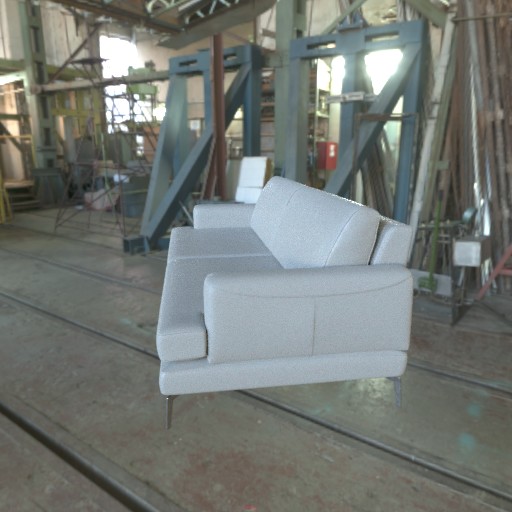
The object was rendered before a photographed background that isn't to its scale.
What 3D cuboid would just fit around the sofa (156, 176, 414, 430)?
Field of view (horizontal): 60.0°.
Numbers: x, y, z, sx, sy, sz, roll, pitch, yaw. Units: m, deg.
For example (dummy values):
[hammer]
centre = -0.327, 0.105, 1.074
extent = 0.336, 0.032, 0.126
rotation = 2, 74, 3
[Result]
[sofa]
centre = 0.000, 0.000, 2.444
extent = 0.974, 0.765, 1.940
rotation = -2, 14, -9
